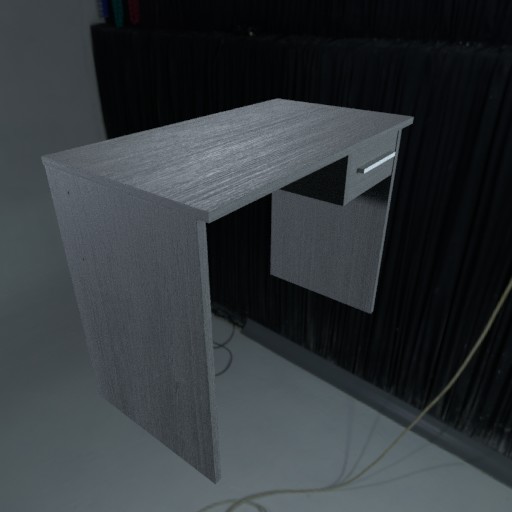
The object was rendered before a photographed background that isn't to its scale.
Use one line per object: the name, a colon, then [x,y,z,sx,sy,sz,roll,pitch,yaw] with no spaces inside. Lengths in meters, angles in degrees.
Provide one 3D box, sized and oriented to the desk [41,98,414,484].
desk: [0.000,0.000,1.320,0.498,0.724,0.893,21,35,32]
